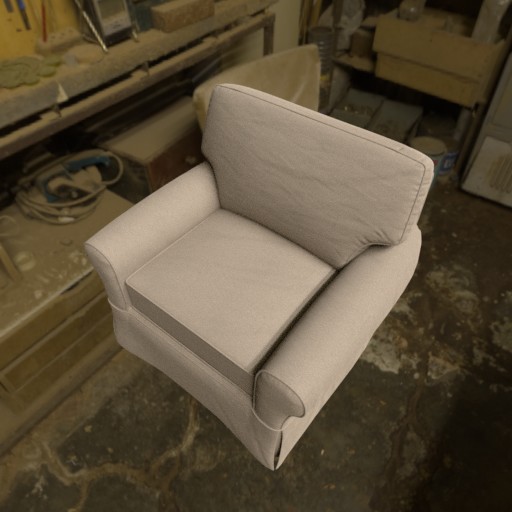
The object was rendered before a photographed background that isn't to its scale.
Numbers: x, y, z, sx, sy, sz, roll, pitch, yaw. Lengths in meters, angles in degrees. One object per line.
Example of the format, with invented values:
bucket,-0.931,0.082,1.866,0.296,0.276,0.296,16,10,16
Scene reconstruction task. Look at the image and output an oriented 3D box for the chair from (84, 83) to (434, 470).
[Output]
chair,0.000,0.000,1.839,1.135,1.017,0.988,30,53,26
